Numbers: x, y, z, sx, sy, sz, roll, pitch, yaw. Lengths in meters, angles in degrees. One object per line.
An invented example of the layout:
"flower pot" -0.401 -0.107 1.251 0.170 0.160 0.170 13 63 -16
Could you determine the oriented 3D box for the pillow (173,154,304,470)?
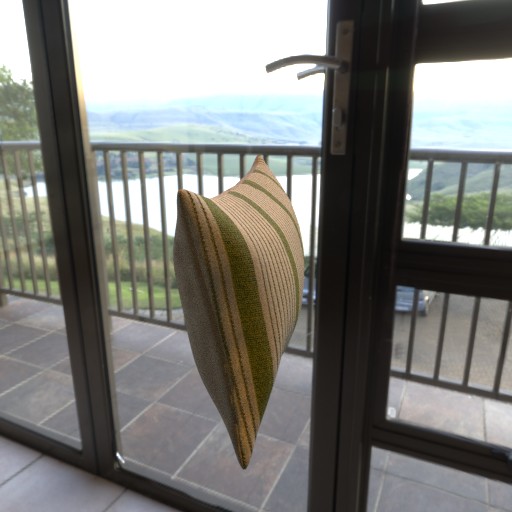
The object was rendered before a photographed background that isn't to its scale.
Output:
"pillow" 0.000 0.000 0.714 0.156 0.292 0.608 2 16 7
